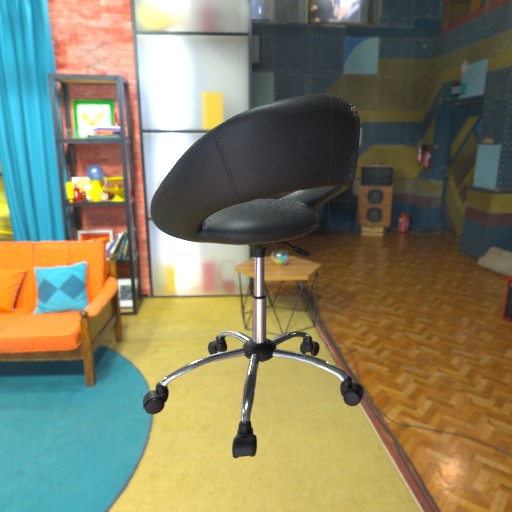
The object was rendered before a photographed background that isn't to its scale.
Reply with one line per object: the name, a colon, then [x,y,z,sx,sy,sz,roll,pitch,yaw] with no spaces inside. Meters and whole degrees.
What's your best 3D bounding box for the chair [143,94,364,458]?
chair: [0.000,0.000,1.194,0.612,0.791,0.538,-14,20,-43]
